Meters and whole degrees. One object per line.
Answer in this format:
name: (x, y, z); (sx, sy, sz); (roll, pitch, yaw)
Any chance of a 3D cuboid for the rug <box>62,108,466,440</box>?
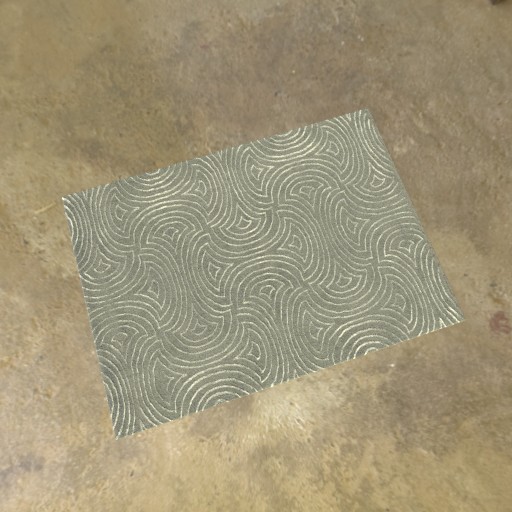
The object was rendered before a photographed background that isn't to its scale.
rug: (0.000, 0.000, 2.766); (2.144, 0.015, 1.543); (-17, 74, -5)
